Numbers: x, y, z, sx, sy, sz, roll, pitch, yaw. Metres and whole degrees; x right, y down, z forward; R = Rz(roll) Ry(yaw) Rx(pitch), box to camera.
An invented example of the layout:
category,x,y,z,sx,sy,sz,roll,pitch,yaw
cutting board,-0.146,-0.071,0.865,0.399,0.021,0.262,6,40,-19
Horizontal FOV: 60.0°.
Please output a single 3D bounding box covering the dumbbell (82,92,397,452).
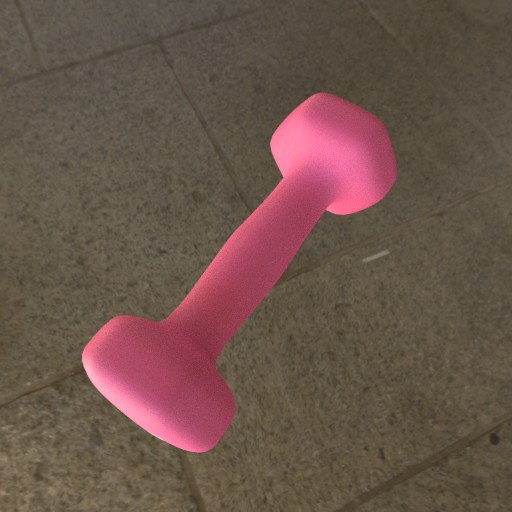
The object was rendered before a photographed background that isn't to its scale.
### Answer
category,x,y,z,sx,sy,sz,roll,pitch,yaw
dumbbell,0.000,0.000,0.174,0.058,0.053,0.146,33,68,15
